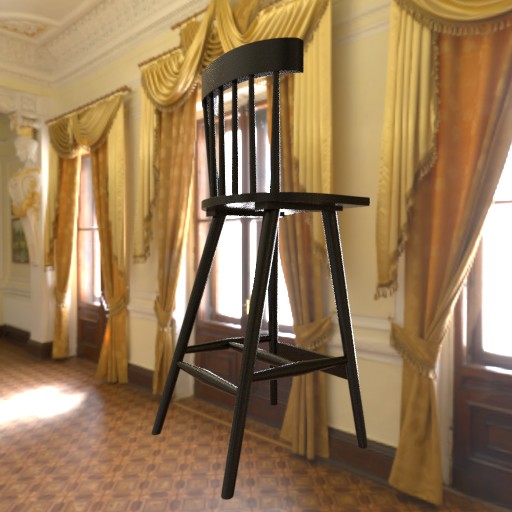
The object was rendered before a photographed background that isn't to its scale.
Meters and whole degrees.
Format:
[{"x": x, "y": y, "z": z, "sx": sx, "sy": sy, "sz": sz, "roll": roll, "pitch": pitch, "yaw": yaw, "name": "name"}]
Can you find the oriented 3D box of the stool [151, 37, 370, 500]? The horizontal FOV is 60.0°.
[{"x": 0.000, "y": 0.000, "z": 1.310, "sx": 0.483, "sy": 1.092, "sz": 0.482, "roll": -1, "pitch": 1, "yaw": -35, "name": "stool"}]
